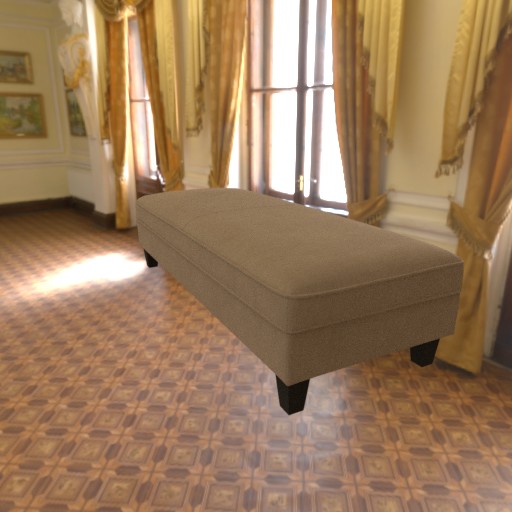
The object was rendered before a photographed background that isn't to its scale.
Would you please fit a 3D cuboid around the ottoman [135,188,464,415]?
[{"bbox_3d":[0.000,0.000,2.063,0.735,0.460,1.726,-9,19,-27],"label":"ottoman"}]
